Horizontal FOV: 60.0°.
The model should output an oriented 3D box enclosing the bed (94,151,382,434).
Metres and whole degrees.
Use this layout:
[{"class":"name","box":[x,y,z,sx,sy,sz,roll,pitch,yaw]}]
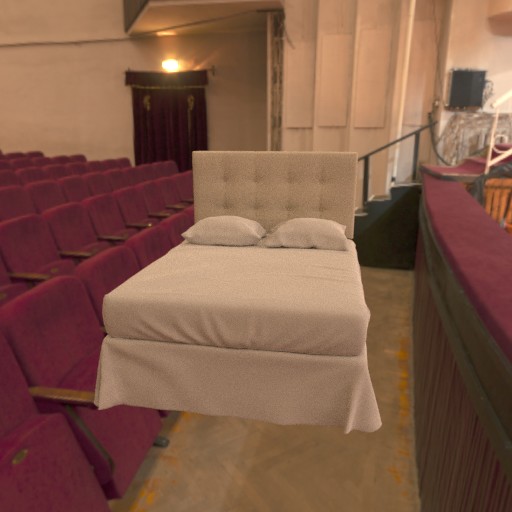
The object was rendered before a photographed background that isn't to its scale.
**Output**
[{"class":"bed","box":[0.000,0.000,3.579,1.936,1.577,2.222,3,16,9]}]
